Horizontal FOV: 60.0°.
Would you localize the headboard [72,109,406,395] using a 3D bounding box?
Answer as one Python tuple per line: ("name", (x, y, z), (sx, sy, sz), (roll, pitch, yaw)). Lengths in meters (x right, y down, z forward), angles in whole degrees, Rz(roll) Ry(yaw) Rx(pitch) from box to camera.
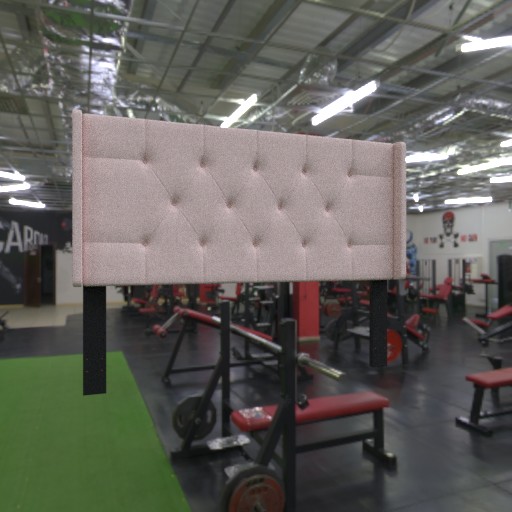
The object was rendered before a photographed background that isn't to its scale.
("headboard", (0.000, 0.000, 2.688), (2.051, 1.524, 0.184), (0, 0, -19))
